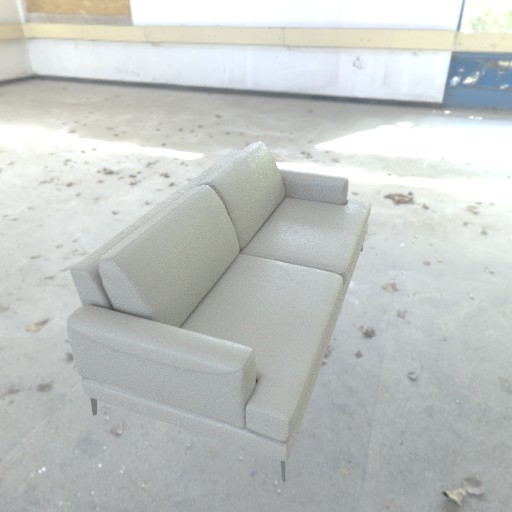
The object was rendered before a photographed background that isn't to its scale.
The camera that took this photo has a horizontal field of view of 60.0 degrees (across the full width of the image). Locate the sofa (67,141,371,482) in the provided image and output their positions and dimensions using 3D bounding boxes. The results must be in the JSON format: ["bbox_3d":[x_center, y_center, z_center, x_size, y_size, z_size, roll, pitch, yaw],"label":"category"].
[{"bbox_3d":[0.000,0.000,2.388,0.974,0.765,1.940,11,32,18],"label":"sofa"}]
